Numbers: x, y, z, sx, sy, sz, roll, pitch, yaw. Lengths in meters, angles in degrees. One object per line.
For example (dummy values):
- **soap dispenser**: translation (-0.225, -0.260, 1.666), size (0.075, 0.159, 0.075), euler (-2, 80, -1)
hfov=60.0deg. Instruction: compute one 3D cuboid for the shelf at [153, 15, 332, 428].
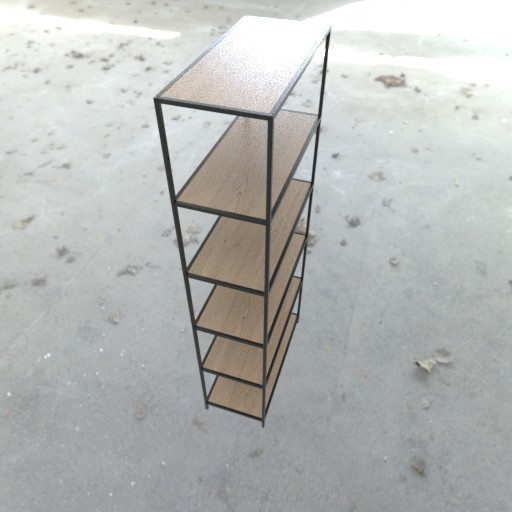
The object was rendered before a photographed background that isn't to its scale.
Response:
- **shelf**: translation (0.000, 0.000, 2.107), size (0.350, 1.850, 0.770), euler (13, 46, 13)
